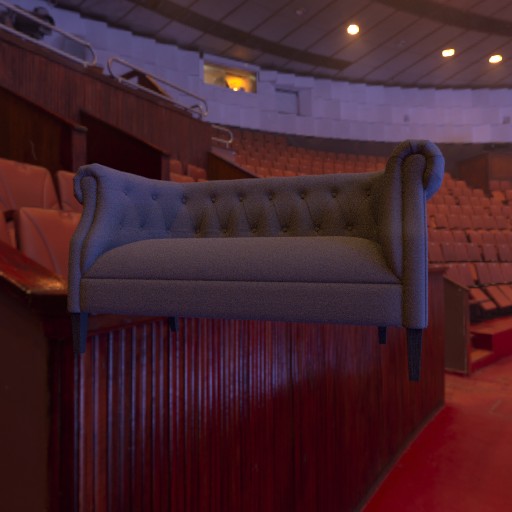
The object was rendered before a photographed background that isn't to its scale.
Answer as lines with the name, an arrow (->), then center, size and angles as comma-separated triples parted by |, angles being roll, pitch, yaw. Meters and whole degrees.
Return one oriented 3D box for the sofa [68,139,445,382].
sofa -> 0.000, 0.000, 2.025 | 1.558, 0.827, 0.835 | 0, 0, 18
